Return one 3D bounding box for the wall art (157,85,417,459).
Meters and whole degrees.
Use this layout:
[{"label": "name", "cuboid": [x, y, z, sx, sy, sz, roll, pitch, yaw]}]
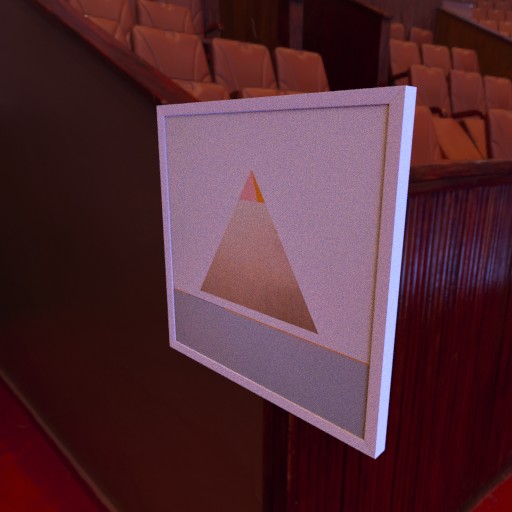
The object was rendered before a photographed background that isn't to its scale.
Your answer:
[{"label": "wall art", "cuboid": [0.000, 0.000, 1.141, 0.768, 0.765, 0.041, 14, 21, 43]}]
